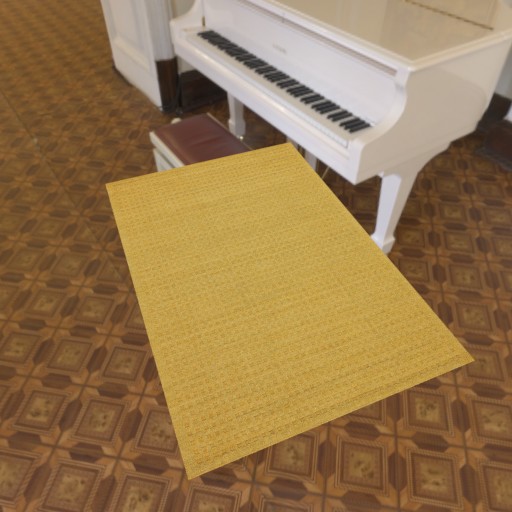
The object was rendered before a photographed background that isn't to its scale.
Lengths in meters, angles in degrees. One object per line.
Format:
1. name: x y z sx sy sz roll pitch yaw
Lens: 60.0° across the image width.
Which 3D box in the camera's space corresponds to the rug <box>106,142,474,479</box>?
1. rug: 0.000 0.000 3.638 1.981 0.006 2.895 -16 48 -15
